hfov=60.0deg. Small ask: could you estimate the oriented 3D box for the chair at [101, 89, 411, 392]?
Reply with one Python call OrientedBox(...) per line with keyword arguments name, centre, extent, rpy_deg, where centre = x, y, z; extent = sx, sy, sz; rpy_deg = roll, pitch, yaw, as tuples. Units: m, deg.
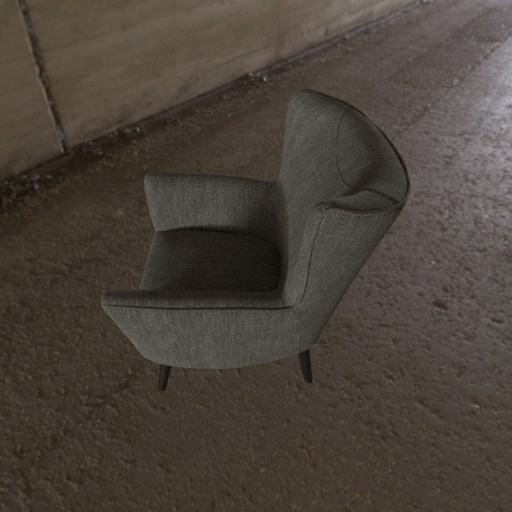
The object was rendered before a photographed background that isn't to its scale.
OrientedBox(name="chair", centre=(0.000, 0.000, 1.597), extent=(0.888, 0.933, 0.781), rpy_deg=(0, 40, 0))
